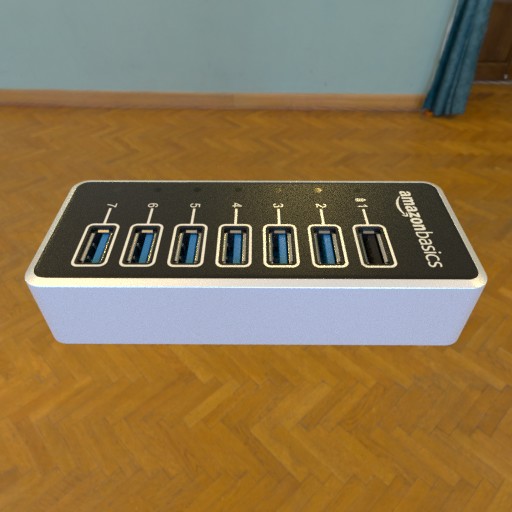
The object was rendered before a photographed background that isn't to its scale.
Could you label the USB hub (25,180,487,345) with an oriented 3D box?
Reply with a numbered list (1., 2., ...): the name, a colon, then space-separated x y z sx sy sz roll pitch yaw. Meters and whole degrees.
1. USB hub: 0.000 0.000 0.126 0.110 0.023 0.044 0 43 0
